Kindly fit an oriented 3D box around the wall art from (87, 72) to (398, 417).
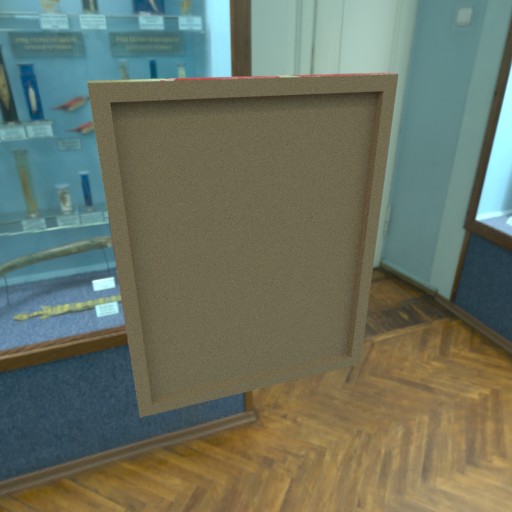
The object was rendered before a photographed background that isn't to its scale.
[{"bbox_3d":[0.000,0.000,0.676,0.406,0.508,0.028,-9,28,-17],"label":"wall art"}]
